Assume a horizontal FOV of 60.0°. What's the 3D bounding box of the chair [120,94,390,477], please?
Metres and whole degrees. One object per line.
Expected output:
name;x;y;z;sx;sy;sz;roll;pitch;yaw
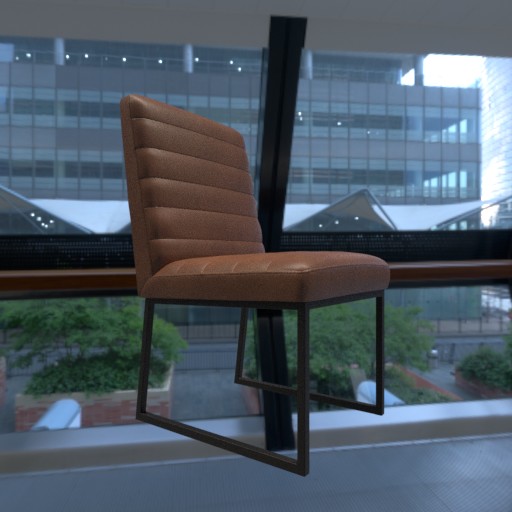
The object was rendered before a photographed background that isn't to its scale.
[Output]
chair;0.000;0.000;1.294;0.634;0.930;0.520;0;0;36
